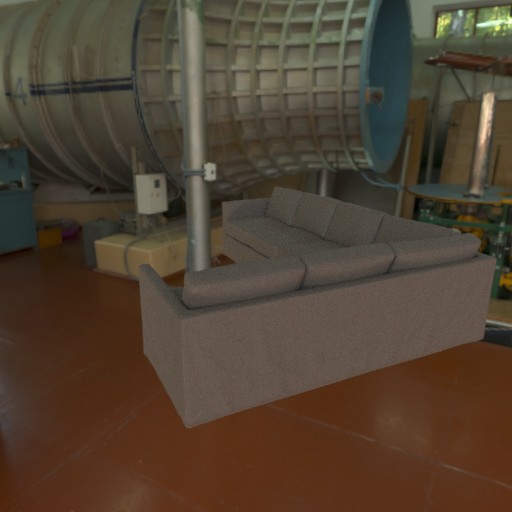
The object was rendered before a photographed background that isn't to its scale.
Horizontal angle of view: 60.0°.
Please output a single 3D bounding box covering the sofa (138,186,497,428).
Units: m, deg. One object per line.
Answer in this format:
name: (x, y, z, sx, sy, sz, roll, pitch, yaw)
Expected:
sofa: (0.000, 0.000, 4.180, 2.432, 0.871, 3.182, -8, 18, -25)
